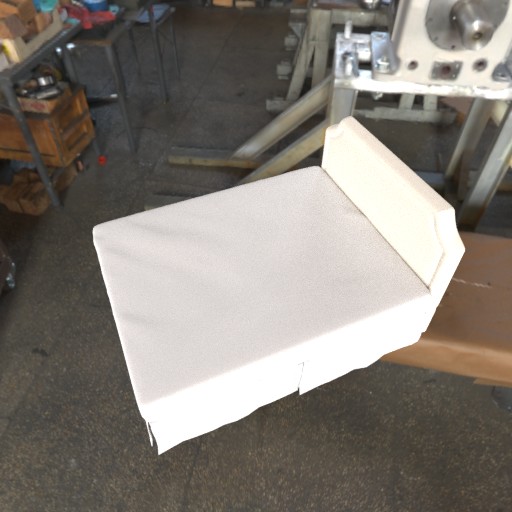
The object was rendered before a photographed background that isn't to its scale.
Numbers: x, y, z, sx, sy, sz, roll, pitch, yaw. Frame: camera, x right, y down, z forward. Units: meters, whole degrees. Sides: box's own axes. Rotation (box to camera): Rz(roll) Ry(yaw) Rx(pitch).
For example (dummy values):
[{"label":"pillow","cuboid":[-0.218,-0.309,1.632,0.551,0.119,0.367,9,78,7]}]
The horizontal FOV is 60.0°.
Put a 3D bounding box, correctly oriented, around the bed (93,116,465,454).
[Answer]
[{"label":"bed","cuboid":[0.000,0.000,3.688,2.498,1.293,1.977,-18,50,-16]}]
